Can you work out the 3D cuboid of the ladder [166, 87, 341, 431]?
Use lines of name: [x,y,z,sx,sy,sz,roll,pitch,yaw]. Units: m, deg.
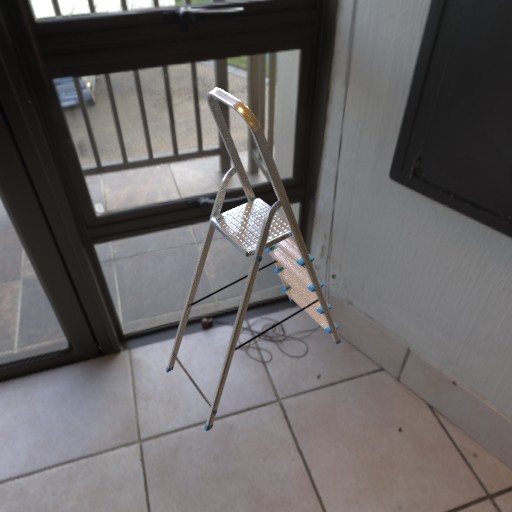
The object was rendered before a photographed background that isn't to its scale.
ladder: [0.000,0.000,2.149,0.990,1.648,0.468,-26,49,-26]
